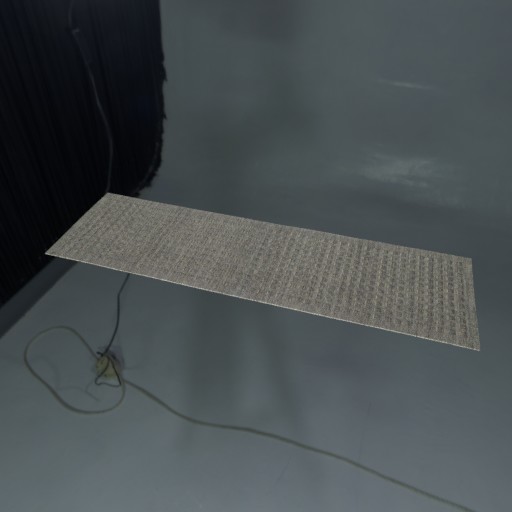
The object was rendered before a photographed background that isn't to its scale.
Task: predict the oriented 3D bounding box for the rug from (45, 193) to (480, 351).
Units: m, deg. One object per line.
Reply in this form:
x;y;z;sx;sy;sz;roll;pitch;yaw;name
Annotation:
0.000;0.000;2.635;2.443;0.009;0.706;11;41;13;rug
